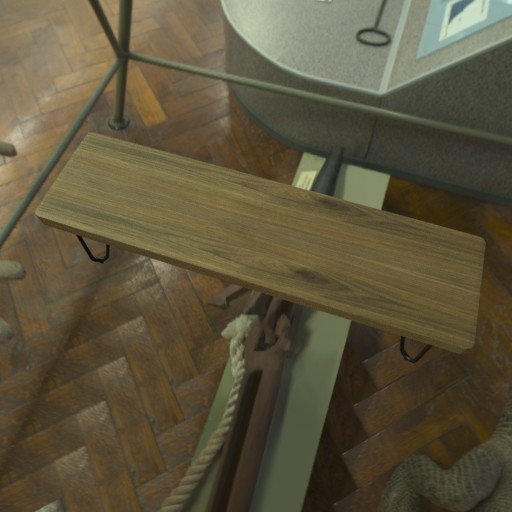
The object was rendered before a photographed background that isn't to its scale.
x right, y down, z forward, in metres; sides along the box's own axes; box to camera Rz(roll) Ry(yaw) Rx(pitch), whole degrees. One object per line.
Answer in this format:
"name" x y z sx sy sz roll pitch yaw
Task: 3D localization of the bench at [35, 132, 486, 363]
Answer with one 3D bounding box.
"bench" 0.000 0.000 1.786 1.570 0.462 0.425 17 64 8
